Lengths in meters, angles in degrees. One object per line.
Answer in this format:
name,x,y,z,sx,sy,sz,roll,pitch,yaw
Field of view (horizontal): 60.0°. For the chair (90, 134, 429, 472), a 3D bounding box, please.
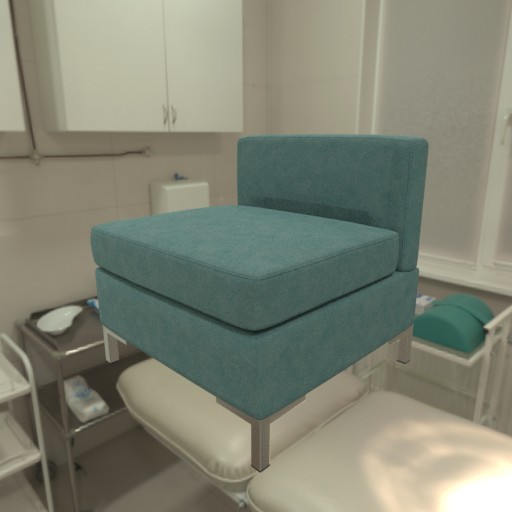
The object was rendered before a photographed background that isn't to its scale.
chair,0.000,0.000,1.246,0.684,0.660,0.685,15,21,43
